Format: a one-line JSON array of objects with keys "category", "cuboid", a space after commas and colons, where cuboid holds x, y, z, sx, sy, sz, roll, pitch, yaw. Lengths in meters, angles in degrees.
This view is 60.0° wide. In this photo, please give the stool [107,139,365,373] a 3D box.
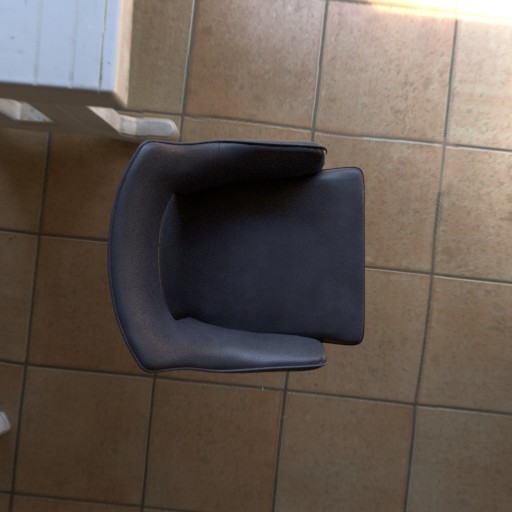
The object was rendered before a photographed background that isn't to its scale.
[{"category": "stool", "cuboid": [0.000, 0.000, 1.270, 0.560, 0.936, 0.550, 0, 90, 0]}]
